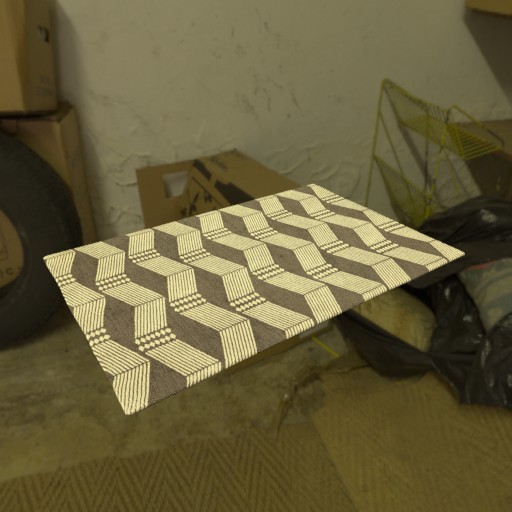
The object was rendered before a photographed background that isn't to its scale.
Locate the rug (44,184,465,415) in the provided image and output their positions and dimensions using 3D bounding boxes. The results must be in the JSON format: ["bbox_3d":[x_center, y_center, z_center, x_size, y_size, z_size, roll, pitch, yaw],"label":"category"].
[{"bbox_3d":[0.000,0.000,2.299,1.833,0.016,1.210,-19,35,-29],"label":"rug"}]
